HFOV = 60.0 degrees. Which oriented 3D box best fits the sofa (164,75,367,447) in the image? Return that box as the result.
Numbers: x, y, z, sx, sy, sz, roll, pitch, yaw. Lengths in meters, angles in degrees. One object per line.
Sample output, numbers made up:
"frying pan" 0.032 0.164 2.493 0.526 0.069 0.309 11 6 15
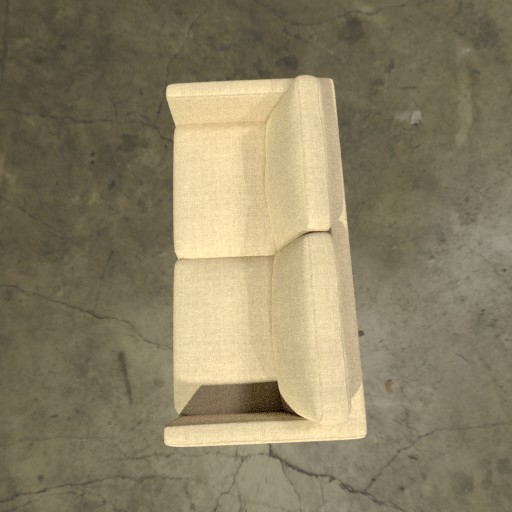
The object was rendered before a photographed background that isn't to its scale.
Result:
"sofa" 0.000 0.000 2.475 0.950 0.963 1.884 -2 76 -1
